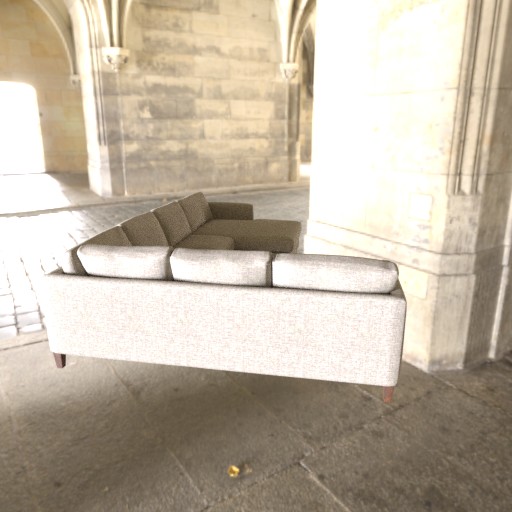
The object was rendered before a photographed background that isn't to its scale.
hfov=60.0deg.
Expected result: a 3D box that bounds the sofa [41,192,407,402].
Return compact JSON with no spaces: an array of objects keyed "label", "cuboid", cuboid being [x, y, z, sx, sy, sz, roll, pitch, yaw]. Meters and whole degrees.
[{"label":"sofa","cuboid":[0.000,0.000,4.655,2.593,0.959,3.460,3,16,10]}]
